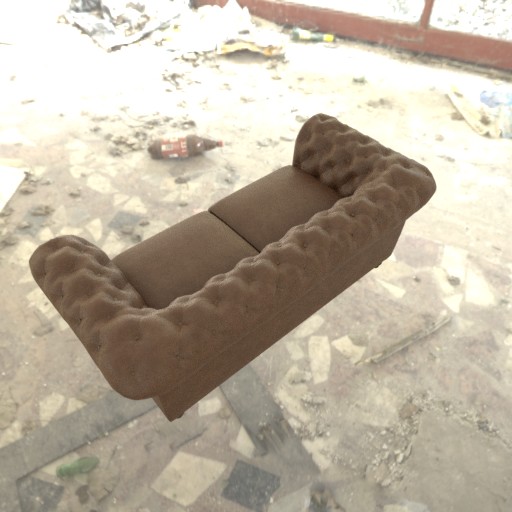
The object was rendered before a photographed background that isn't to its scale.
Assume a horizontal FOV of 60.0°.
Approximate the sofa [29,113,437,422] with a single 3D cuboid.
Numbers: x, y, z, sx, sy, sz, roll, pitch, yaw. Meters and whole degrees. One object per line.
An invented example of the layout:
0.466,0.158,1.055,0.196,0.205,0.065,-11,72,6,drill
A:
0.000,0.000,2.486,2.048,0.784,0.955,-32,54,-27,sofa
